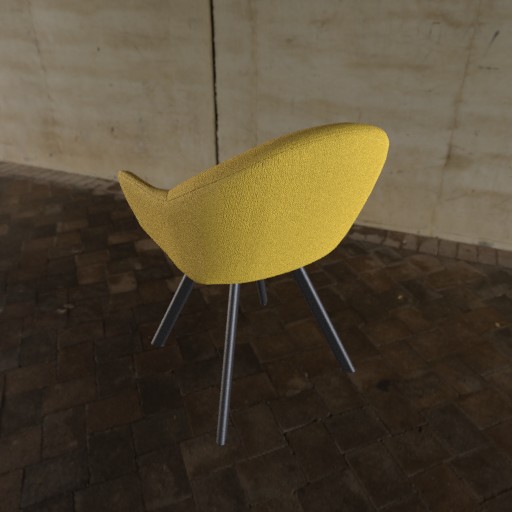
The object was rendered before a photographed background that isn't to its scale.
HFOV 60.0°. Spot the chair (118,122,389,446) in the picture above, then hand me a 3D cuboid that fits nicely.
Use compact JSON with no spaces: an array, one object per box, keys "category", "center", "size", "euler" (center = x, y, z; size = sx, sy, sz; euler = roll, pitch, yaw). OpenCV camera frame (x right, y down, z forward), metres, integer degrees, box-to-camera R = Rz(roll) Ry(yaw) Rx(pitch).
[{"category":"chair","center":[0.000,0.000,1.171],"size":[0.545,0.775,0.565],"euler":[-18,34,-29]}]
